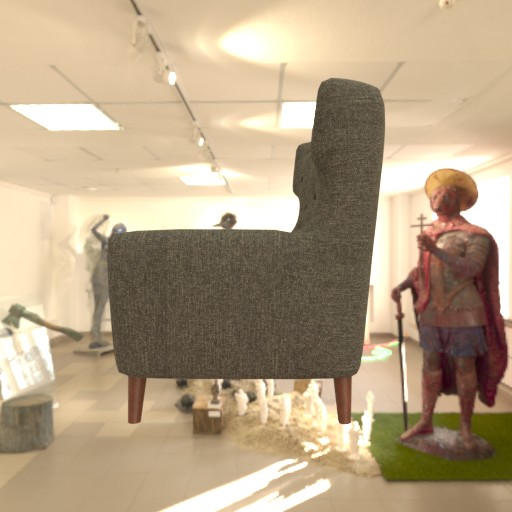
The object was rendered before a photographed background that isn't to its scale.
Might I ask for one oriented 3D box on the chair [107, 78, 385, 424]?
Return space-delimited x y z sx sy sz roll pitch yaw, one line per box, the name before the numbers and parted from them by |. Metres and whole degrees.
chair | 0.000 0.000 1.721 0.904 1.063 0.878 0 1 0
